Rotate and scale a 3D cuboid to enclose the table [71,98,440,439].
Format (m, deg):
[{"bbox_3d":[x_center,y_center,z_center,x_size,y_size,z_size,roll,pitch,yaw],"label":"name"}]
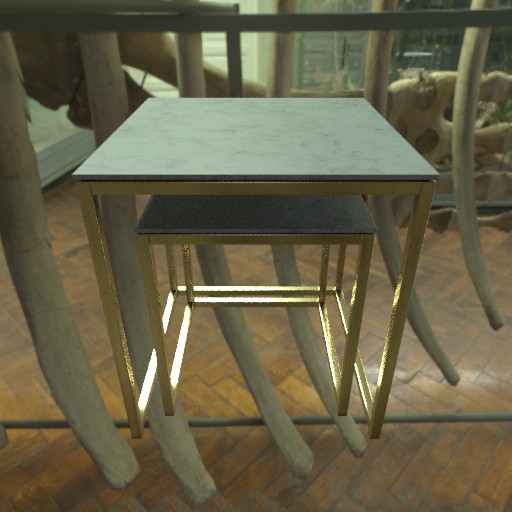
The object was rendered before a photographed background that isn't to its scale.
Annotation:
[{"bbox_3d":[0.000,0.000,0.860,0.450,0.500,0.450,0,31,0],"label":"table"}]
